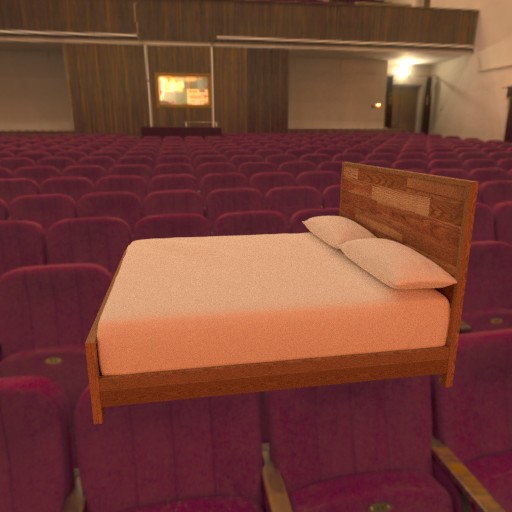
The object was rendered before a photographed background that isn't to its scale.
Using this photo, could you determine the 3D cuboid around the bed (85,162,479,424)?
[{"bbox_3d":[0.000,0.000,3.428,2.184,1.295,2.013,-3,15,-10],"label":"bed"}]
